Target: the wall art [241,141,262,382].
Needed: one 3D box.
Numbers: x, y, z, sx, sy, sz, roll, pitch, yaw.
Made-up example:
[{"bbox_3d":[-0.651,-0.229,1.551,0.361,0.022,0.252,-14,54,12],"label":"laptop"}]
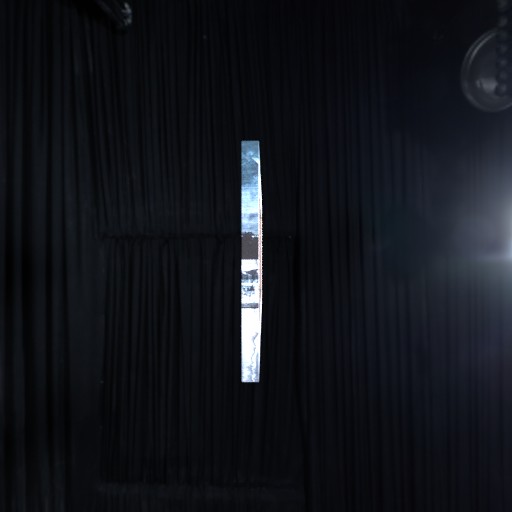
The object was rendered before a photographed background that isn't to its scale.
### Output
[{"bbox_3d":[0.000,0.000,1.695,0.037,0.509,1.524,0,1,1],"label":"wall art"}]
